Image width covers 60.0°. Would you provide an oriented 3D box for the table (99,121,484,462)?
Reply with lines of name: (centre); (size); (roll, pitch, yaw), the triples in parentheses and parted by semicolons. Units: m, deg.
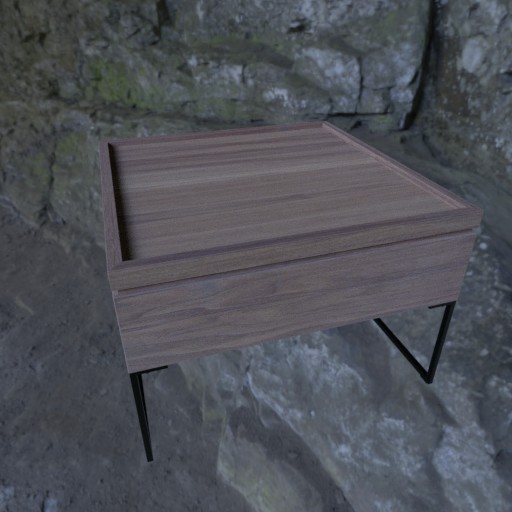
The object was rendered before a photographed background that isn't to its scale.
table: (0.000, 0.000, 1.133); (0.679, 0.464, 0.676); (-10, 33, -15)
